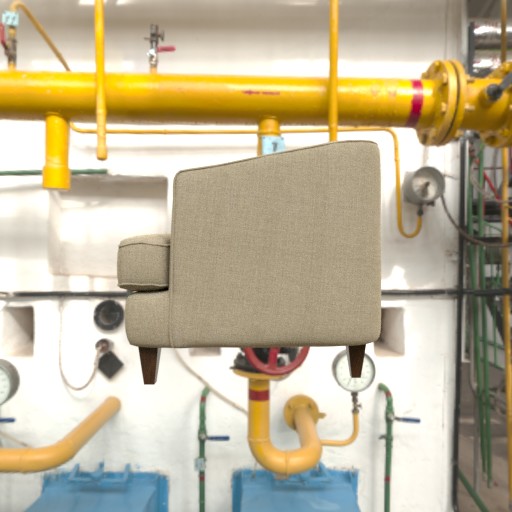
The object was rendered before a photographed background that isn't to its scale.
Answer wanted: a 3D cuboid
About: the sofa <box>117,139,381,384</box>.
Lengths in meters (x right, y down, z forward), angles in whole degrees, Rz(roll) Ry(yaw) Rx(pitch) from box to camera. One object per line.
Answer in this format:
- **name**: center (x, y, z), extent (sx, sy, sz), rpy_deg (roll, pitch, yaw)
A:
- **sofa**: center (0.000, 0.000, 2.275), extent (0.941, 0.855, 1.733), rpy_deg (0, 0, 0)
